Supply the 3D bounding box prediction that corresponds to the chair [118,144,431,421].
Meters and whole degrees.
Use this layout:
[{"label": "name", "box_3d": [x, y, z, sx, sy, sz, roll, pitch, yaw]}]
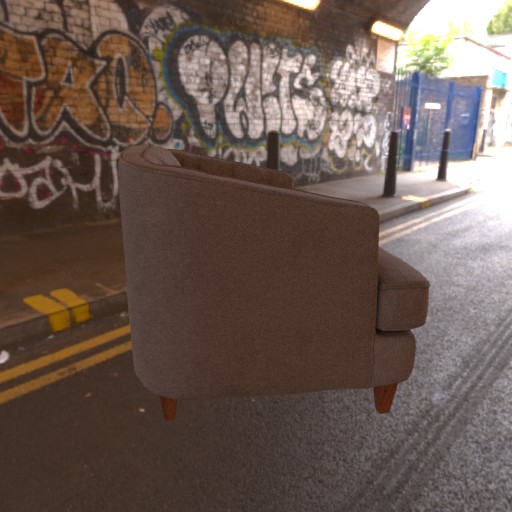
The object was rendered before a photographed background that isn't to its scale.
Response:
[{"label": "chair", "box_3d": [0.000, 0.000, 1.764, 0.941, 0.852, 1.104, -3, 16, -9]}]
